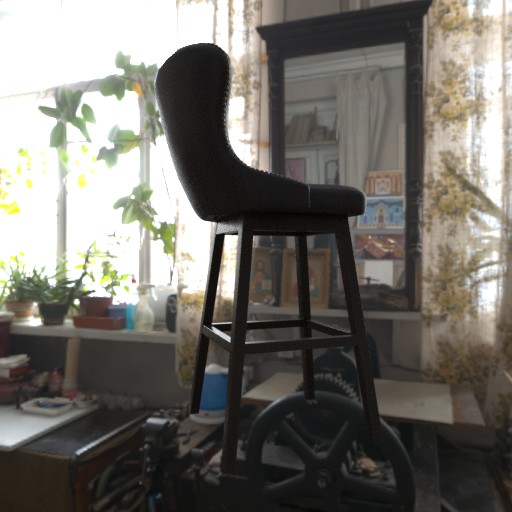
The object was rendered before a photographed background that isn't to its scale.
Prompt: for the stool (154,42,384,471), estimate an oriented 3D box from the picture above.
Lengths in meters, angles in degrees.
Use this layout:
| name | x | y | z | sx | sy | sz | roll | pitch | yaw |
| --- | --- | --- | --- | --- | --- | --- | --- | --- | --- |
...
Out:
| name | x | y | z | sx | sy | sz | roll | pitch | yaw |
| --- | --- | --- | --- | --- | --- | --- | --- | --- | --- |
| stool | 0.000 | 0.000 | 1.345 | 0.601 | 1.050 | 0.528 | 0 | 0 | -20 |
